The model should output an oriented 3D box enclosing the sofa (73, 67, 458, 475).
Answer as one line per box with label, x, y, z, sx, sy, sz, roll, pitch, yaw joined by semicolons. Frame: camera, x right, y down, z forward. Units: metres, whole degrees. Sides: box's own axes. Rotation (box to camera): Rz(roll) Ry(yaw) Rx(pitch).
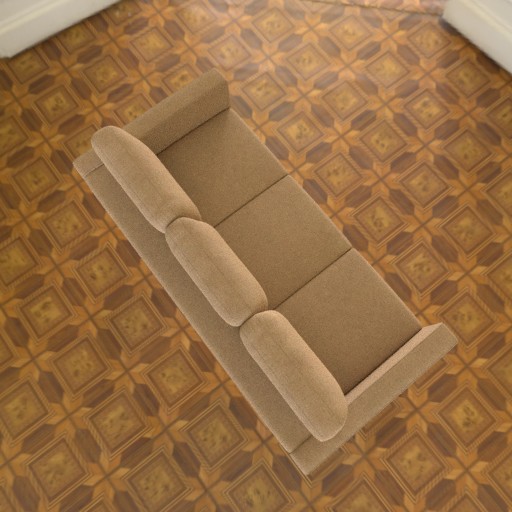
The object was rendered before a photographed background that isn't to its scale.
sofa;0.000;0.000;2.301;0.930;0.800;1.855;-37;78;-9
